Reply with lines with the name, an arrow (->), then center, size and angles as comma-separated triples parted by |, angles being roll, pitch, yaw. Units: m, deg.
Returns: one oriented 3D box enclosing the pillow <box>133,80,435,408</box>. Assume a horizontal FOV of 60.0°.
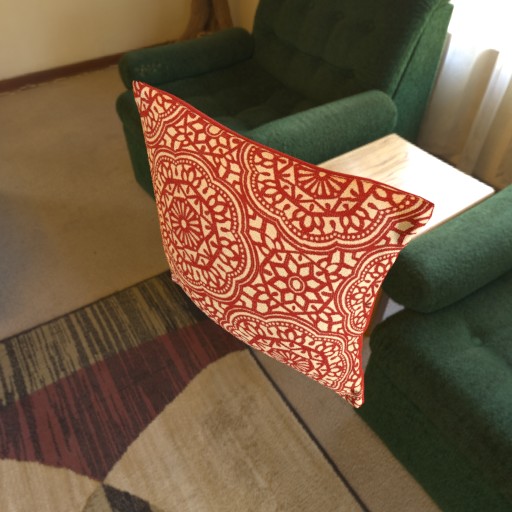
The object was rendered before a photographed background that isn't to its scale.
pillow -> 0.000, 0.000, 0.663 | 0.438, 0.419, 0.162 | 30, 52, 26
